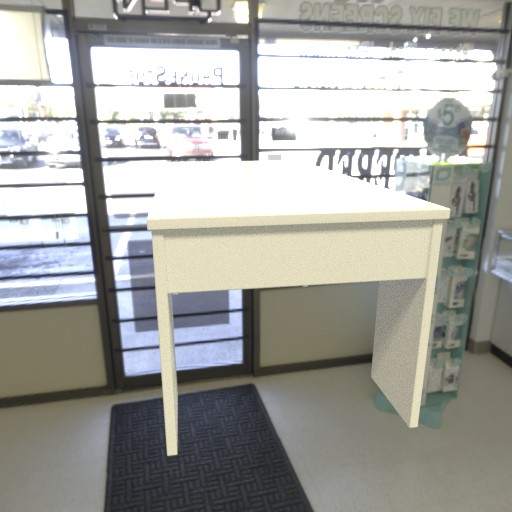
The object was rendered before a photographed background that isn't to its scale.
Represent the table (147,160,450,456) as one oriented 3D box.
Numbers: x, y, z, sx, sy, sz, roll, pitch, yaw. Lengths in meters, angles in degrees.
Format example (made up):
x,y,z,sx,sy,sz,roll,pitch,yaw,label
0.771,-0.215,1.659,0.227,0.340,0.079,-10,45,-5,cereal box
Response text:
x,y,z,sx,sy,sz,roll,pitch,yaw,label
0.000,0.000,1.243,0.500,0.440,1.000,-3,17,-9,table
